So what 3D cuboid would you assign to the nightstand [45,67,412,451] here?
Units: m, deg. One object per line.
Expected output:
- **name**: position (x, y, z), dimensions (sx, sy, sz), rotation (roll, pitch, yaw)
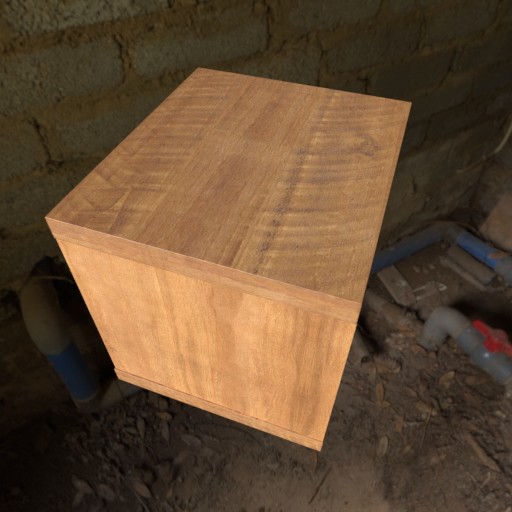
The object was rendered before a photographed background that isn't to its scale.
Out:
- **nightstand**: position (0.000, 0.000, 0.885), dimensions (0.436, 0.491, 0.493), rotation (15, 49, 13)
